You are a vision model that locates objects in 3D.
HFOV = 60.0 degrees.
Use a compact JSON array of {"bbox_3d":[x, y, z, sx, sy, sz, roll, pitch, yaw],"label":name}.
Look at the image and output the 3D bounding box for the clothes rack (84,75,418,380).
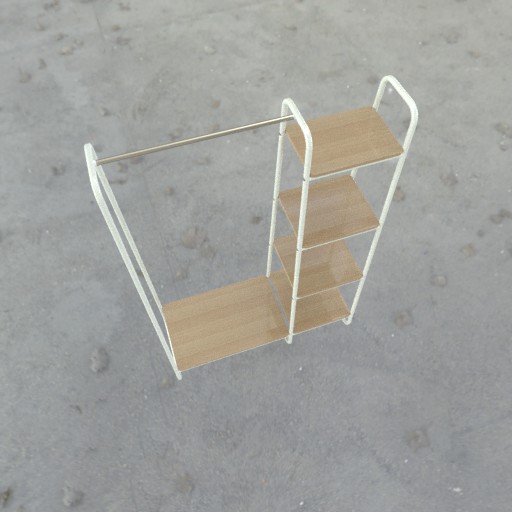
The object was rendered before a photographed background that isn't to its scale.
[{"bbox_3d":[0.000,0.000,1.966,1.011,1.500,0.400,-16,59,-10],"label":"clothes rack"}]
